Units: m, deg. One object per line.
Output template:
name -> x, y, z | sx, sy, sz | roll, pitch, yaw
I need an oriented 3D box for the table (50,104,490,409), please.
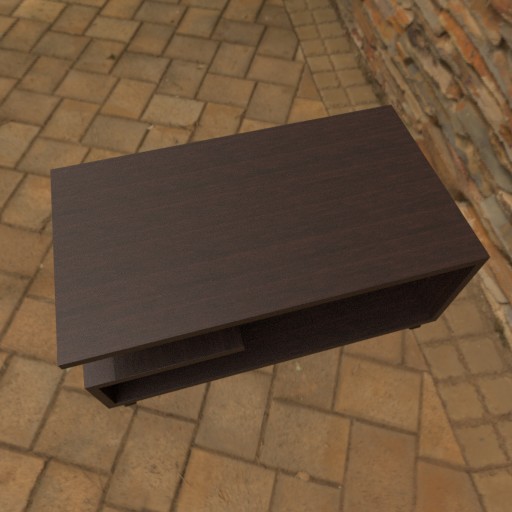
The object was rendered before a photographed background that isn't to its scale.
table -> 0.000, 0.000, 1.375 | 1.050, 0.460, 0.590 | -13, 59, -8
